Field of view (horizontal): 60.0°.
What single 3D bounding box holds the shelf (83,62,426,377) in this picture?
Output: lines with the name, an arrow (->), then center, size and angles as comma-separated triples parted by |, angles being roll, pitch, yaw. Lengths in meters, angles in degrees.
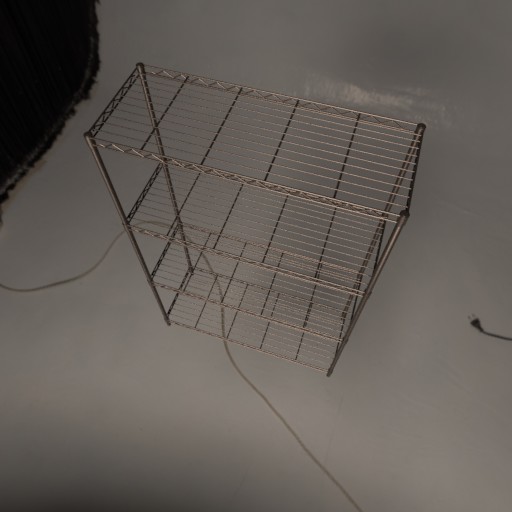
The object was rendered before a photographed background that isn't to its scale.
shelf -> 0.000, 0.000, 1.826 | 0.907, 1.361, 0.352 | 16, 60, 9
